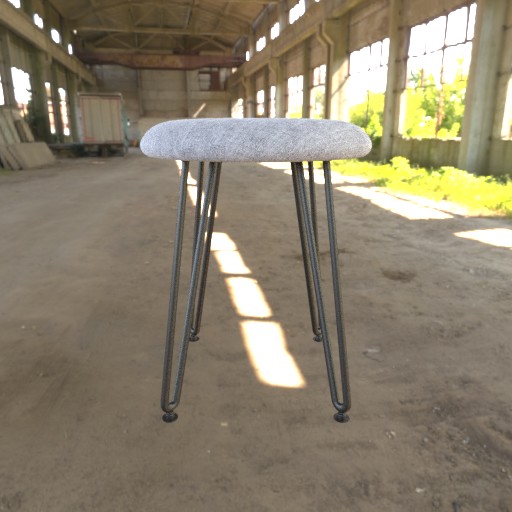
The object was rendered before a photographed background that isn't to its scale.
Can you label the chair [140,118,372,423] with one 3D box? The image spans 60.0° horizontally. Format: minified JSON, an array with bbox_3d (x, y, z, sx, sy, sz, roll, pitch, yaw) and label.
[{"bbox_3d":[0.000,0.000,0.652,0.350,0.386,0.350,-15,22,-43],"label":"chair"}]
